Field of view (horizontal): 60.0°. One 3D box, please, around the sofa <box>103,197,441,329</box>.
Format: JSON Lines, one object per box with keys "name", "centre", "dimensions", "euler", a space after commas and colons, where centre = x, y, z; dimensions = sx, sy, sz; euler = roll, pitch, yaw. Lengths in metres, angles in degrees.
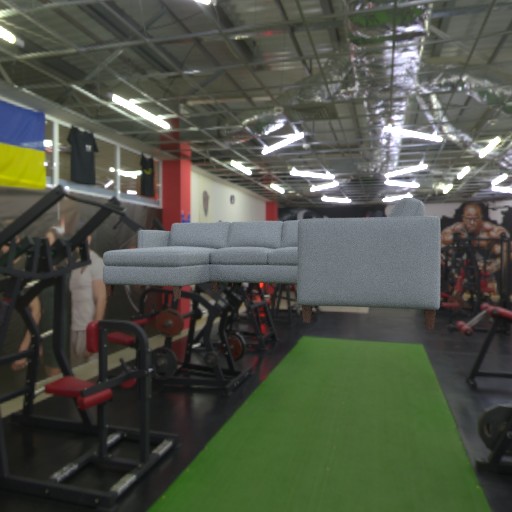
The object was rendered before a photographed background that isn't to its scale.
{"name": "sofa", "centre": [0.000, 0.000, 4.409], "dimensions": [3.238, 0.853, 2.551], "euler": [0, 1, 18]}
